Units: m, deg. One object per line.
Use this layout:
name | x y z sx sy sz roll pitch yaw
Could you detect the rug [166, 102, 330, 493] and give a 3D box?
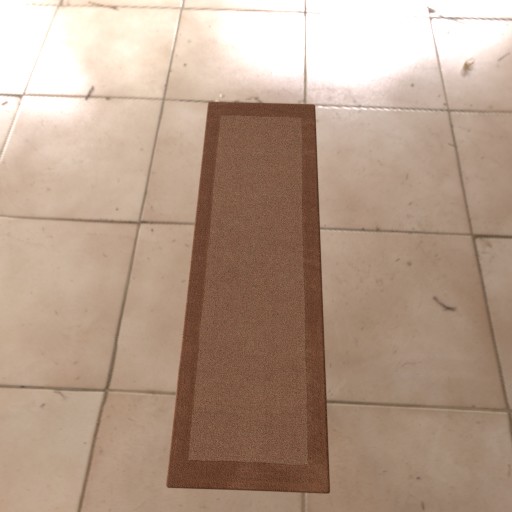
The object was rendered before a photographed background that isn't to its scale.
rug | 0.000 0.000 2.605 0.764 0.017 2.439 2 63 1
